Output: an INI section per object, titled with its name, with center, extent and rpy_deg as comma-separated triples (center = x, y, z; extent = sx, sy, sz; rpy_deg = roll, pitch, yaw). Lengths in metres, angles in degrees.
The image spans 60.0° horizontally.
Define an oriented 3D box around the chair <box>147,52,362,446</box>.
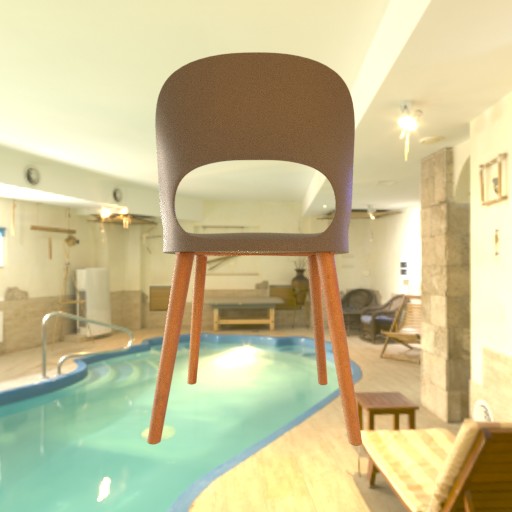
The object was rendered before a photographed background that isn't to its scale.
[chair]
center = 0.000, 0.000, 1.144
extent = 0.470, 0.795, 0.556
rpy_deg = 0, -1, 1
